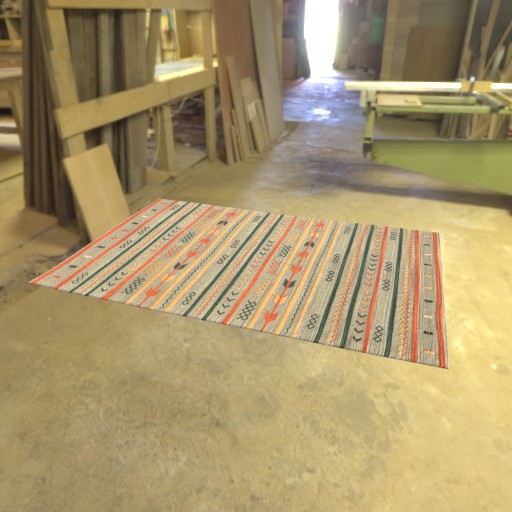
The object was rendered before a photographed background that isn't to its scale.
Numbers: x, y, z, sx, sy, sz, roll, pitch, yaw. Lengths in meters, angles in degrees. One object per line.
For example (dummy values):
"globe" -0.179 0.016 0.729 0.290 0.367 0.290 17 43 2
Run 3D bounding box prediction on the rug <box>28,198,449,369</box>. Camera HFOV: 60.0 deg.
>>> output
"rug" 0.000 0.000 2.315 1.835 0.017 1.220 9 29 17
